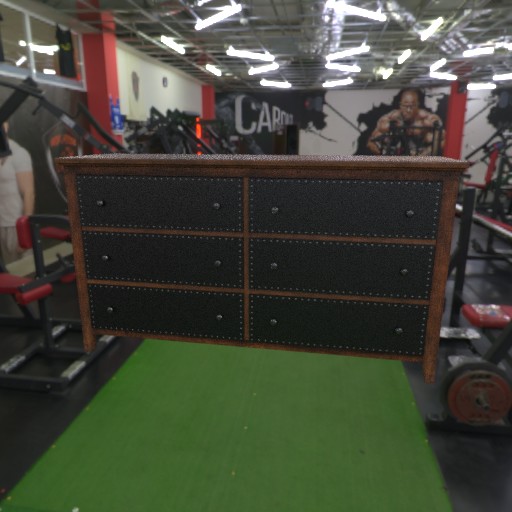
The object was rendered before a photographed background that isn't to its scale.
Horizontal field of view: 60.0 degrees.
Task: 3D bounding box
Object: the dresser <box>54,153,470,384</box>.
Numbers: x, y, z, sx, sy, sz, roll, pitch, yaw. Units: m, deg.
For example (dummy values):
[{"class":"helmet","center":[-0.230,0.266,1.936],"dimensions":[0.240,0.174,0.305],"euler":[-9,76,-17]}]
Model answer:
[{"class":"dresser","center":[0.000,0.000,1.956],"dimensions":[1.551,0.856,0.463],"euler":[3,16,10]}]
